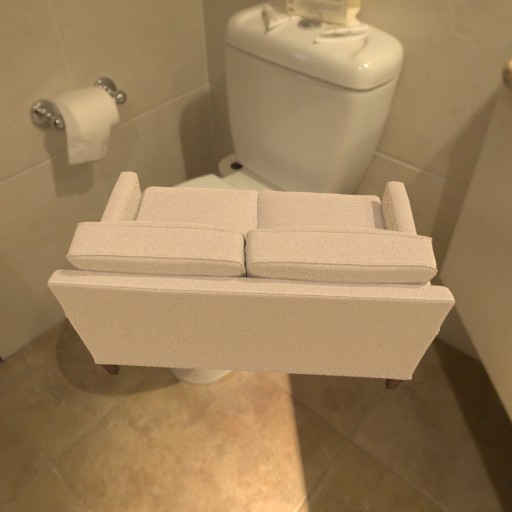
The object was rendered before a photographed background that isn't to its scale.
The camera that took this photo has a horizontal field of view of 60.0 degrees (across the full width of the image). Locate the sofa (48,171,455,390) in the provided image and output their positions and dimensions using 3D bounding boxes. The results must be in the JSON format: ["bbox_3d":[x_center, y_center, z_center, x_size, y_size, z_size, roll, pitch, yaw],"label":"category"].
[{"bbox_3d":[0.000,0.000,2.235,1.597,1.003,1.084,2,46,2],"label":"sofa"}]
